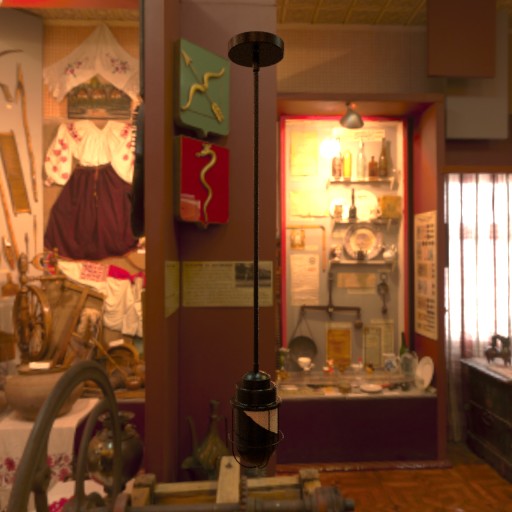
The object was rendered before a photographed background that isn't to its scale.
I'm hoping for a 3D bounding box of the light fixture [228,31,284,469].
[{"bbox_3d":[0.000,0.000,0.967,0.123,0.920,0.123,0,0,-1],"label":"light fixture"}]
